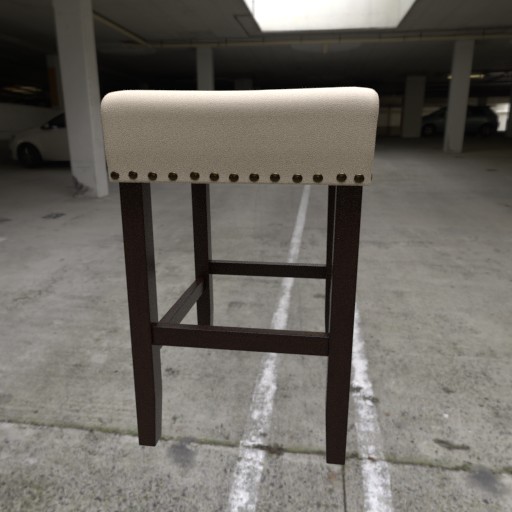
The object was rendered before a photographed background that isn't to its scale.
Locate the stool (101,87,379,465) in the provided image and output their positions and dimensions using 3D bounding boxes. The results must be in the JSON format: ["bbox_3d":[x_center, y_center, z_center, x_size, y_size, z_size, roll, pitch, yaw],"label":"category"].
[{"bbox_3d":[0.000,0.000,0.910,0.401,0.609,0.471,2,15,8],"label":"stool"}]
